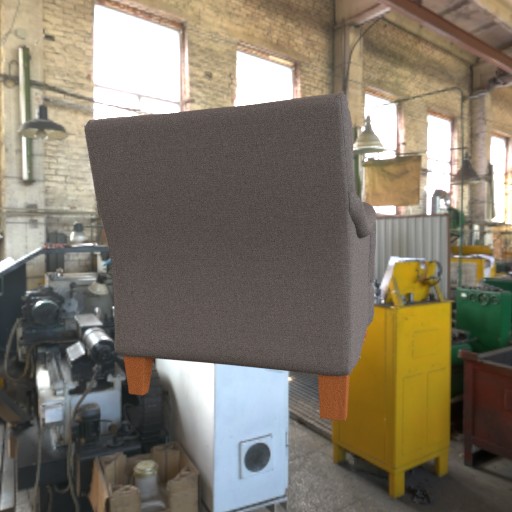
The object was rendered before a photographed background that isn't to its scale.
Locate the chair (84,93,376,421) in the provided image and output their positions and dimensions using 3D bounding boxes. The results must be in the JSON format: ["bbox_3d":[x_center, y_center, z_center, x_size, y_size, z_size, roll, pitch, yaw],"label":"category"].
[{"bbox_3d":[0.000,0.000,1.858,0.955,1.038,1.070,1,2,19],"label":"chair"}]
